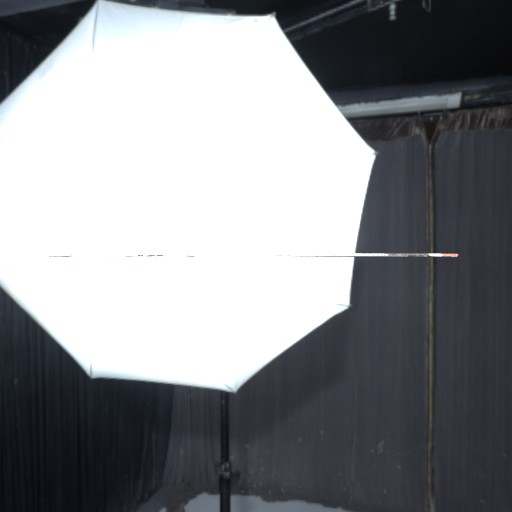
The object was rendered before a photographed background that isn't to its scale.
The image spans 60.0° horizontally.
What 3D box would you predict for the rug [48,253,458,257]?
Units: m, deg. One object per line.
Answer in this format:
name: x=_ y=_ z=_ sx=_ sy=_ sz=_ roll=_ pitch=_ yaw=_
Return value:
rug: x=0.000 y=0.000 z=3.074 sx=2.446 sy=0.017 sz=1.530 roll=0 pitch=0 yaw=19
